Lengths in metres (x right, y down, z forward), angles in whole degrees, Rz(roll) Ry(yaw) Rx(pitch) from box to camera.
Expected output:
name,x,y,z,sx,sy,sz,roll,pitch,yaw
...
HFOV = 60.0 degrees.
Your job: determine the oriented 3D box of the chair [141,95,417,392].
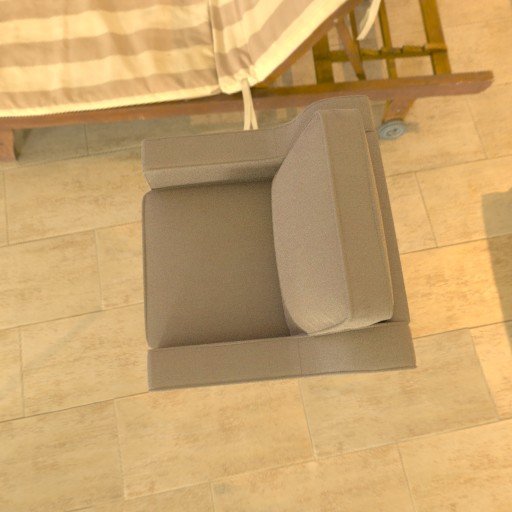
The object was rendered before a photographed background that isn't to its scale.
name,x,y,z,sx,sy,sz,roll,pitch,yaw
chair,0.000,0.000,1.687,0.882,0.948,0.922,-5,75,-1
